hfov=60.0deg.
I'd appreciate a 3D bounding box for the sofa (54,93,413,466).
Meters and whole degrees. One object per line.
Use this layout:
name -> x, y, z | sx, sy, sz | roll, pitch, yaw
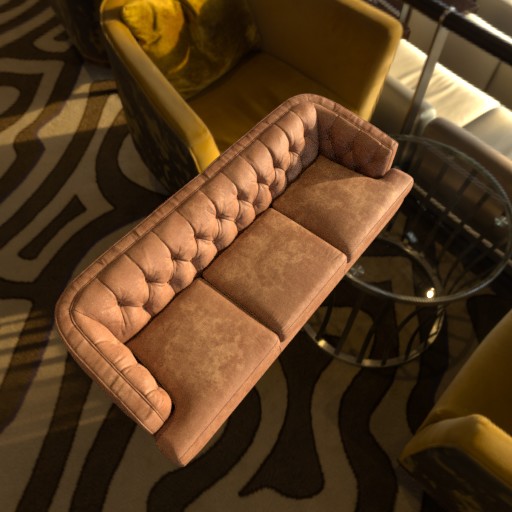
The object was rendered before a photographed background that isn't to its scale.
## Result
sofa -> 0.000, 0.000, 2.670 | 0.922, 0.791, 2.257 | 35, 64, 20
